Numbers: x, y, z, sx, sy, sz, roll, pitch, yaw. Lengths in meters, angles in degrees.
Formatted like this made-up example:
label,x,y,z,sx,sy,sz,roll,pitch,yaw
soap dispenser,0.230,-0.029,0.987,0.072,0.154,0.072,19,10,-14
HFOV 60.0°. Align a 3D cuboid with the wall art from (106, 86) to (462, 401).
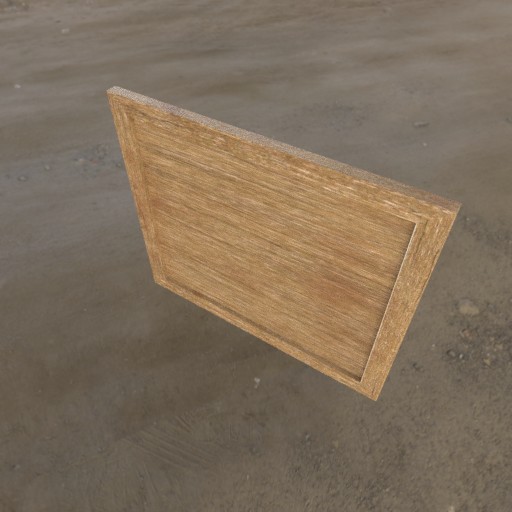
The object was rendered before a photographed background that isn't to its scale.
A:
label,x,y,z,sx,sy,sz,roll,pitch,yaw
wall art,0.000,0.000,0.974,0.690,0.588,0.026,25,51,22
